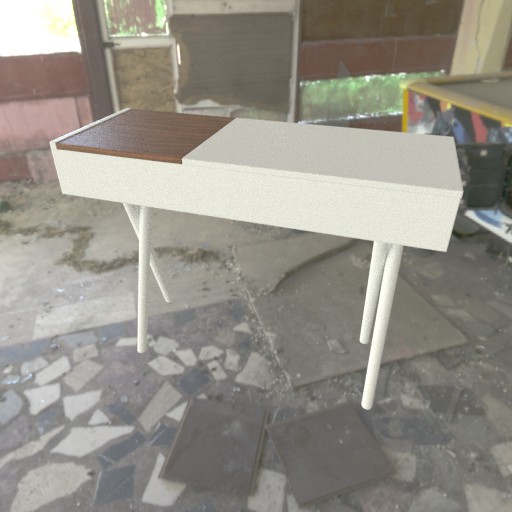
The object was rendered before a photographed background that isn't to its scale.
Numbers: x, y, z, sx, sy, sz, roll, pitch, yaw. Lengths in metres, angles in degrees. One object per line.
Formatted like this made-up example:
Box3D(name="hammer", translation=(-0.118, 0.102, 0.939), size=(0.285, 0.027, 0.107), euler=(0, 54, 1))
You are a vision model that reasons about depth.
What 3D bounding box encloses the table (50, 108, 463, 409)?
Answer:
Box3D(name="table", translation=(0.000, 0.000, 1.462), size=(1.066, 0.785, 0.418), euler=(10, 33, 15))
